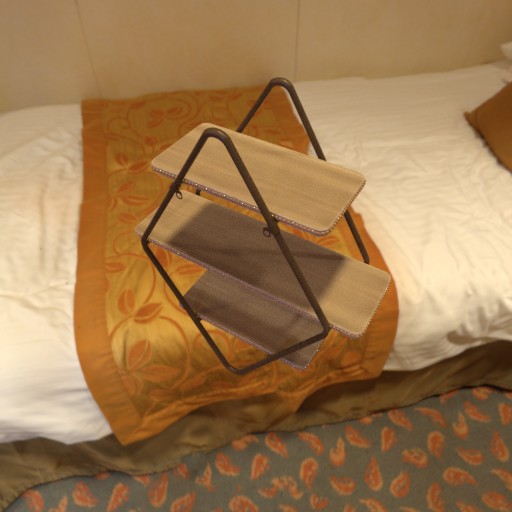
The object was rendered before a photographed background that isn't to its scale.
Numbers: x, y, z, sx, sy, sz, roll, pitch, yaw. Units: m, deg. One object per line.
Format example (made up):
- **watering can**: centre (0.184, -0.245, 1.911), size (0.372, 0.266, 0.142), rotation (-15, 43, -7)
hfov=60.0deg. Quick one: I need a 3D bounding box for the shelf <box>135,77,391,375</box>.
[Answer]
- **shelf**: centre (0.000, 0.000, 1.055), size (0.609, 0.774, 0.234), rotation (24, 51, 21)
